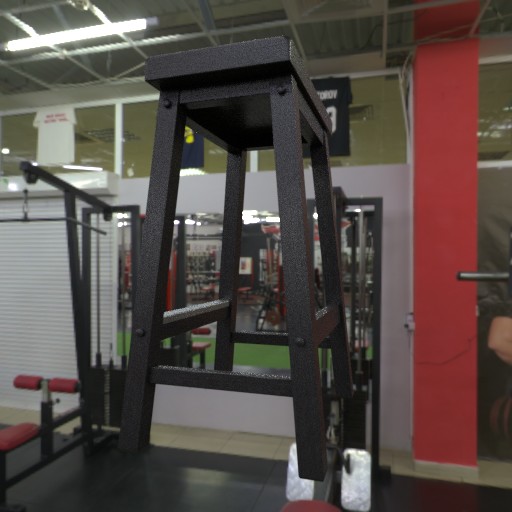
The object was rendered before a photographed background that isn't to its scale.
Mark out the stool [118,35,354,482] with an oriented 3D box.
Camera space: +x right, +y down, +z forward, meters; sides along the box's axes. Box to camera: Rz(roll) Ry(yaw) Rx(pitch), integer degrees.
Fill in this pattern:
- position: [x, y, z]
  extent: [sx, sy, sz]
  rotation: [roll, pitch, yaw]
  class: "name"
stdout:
- position: [0.000, 0.000, 0.837]
  extent: [0.322, 0.610, 0.406]
  rotation: [0, 0, 18]
  class: "stool"
